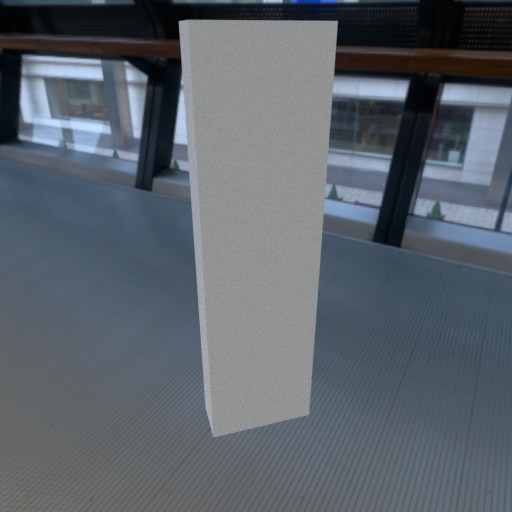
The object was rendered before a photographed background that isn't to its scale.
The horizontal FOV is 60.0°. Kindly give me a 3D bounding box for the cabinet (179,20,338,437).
[{"bbox_3d":[0.000,0.000,1.912,0.500,1.790,0.230,-8,28,-15],"label":"cabinet"}]
